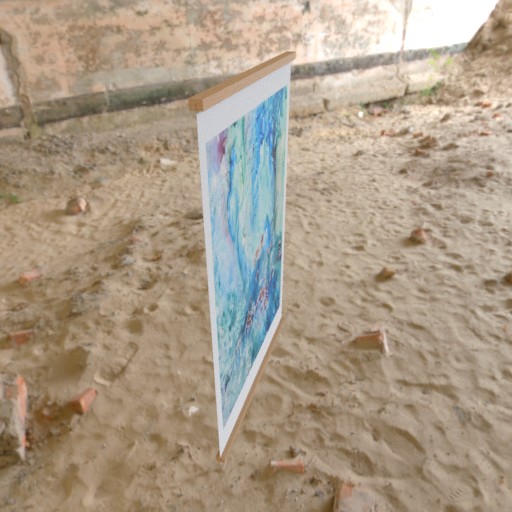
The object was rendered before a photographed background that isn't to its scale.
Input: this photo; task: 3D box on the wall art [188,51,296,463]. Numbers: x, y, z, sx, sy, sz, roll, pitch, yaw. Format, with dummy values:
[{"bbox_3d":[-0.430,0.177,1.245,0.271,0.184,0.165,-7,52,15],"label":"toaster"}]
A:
[{"bbox_3d":[0.000,0.000,1.921,0.040,1.510,0.991,10,33,15],"label":"wall art"}]
